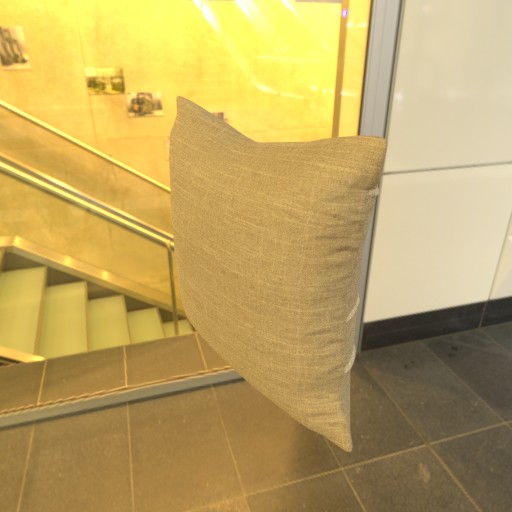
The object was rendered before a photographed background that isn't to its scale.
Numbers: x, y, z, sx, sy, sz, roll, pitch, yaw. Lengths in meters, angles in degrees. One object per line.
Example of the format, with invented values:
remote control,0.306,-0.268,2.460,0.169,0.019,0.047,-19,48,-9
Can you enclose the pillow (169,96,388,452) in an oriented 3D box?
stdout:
pillow,0.000,0.000,0.635,0.169,0.400,0.424,-18,31,-32
